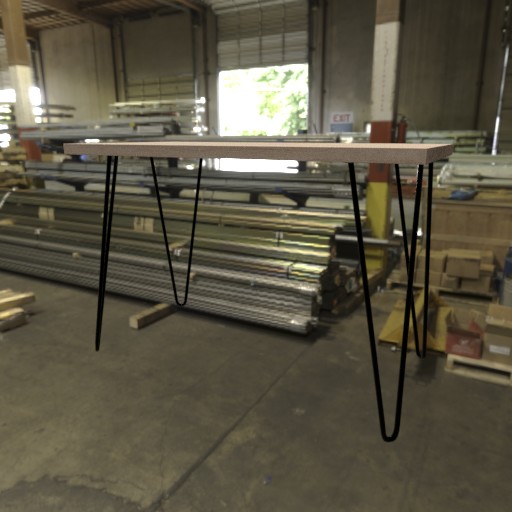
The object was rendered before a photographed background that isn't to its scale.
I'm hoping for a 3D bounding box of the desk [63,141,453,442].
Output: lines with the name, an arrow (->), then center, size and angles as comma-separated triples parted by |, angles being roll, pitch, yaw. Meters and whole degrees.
desk -> 0.000, 0.000, 1.347 | 0.991, 0.660, 0.499 | 8, 17, 27
